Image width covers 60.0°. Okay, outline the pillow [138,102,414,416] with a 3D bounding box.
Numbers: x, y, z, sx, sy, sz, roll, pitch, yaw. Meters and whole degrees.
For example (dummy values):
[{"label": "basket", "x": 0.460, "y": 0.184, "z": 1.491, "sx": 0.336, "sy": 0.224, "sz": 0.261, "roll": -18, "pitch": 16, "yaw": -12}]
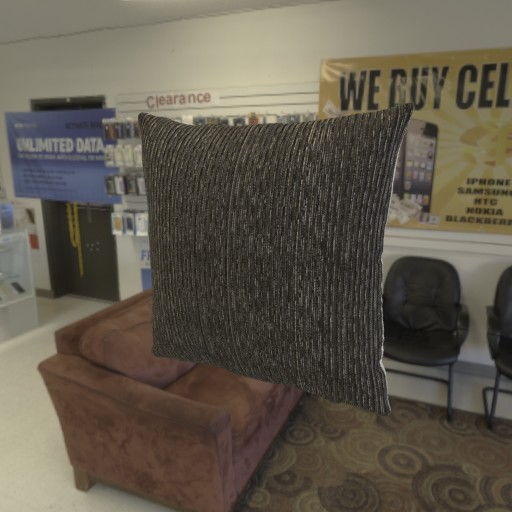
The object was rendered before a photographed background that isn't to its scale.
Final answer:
[{"label": "pillow", "x": 0.000, "y": 0.000, "z": 0.681, "sx": 0.433, "sy": 0.434, "sz": 0.196, "roll": 7, "pitch": 16, "yaw": 26}]
